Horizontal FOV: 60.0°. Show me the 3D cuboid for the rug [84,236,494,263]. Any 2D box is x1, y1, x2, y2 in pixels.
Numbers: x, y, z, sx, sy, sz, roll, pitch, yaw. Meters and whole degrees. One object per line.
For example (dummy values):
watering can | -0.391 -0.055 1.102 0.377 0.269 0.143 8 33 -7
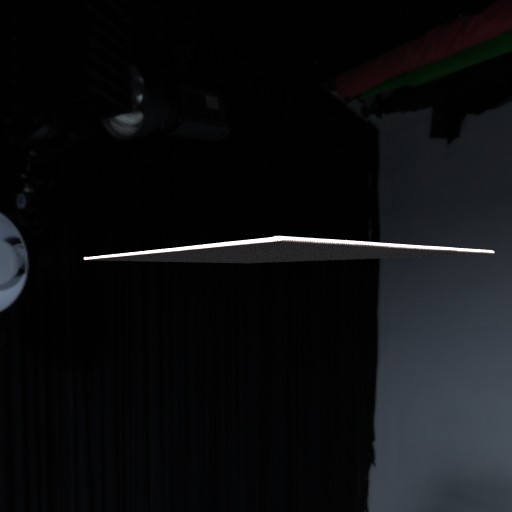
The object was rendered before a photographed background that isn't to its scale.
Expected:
rug | 0.000 0.000 2.287 1.225 0.015 1.840 2 -3 -37
